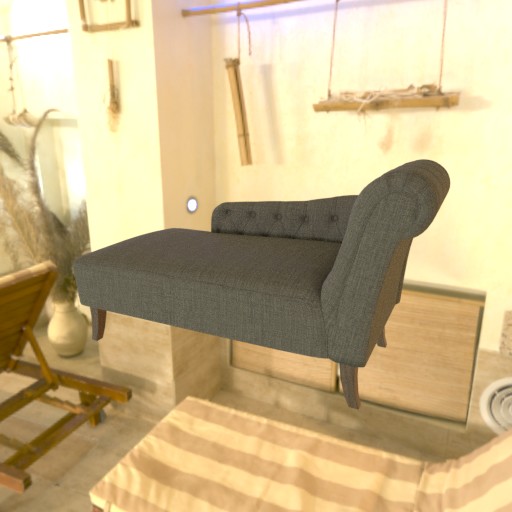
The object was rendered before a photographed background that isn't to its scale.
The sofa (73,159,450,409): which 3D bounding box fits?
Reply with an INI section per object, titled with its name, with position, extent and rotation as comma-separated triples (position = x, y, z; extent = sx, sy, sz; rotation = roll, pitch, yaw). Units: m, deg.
[sofa]
position = 0.000, 0.000, 1.821
extent = 1.379, 0.787, 0.675
rotation = 8, 18, 25
